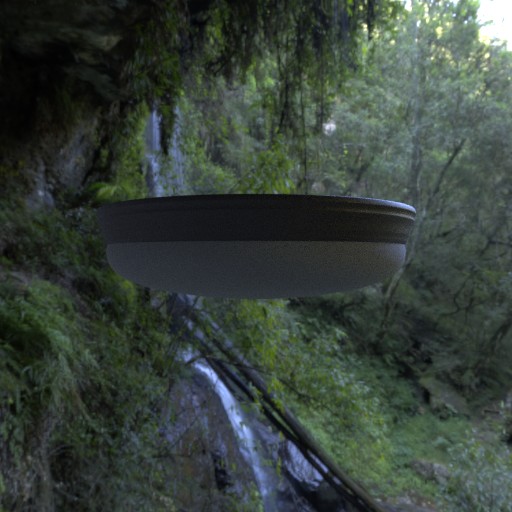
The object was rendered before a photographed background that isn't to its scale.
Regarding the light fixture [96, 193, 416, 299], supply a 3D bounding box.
[{"bbox_3d":[0.000,0.000,0.541,0.368,0.100,0.368,0,0,0],"label":"light fixture"}]
